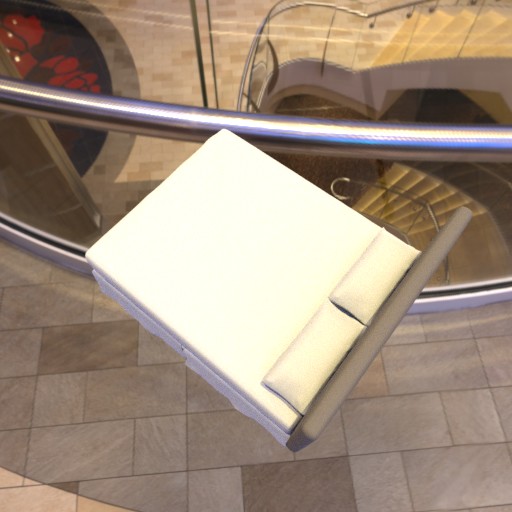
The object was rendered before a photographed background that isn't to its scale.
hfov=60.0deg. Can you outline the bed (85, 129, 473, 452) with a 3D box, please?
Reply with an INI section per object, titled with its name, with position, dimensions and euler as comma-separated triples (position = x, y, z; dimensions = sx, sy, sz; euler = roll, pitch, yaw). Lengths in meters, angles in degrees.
[bed]
position = 0.000, 0.000, 3.296
dimensions = 2.142, 1.330, 1.748
euler = 36, 69, 16
